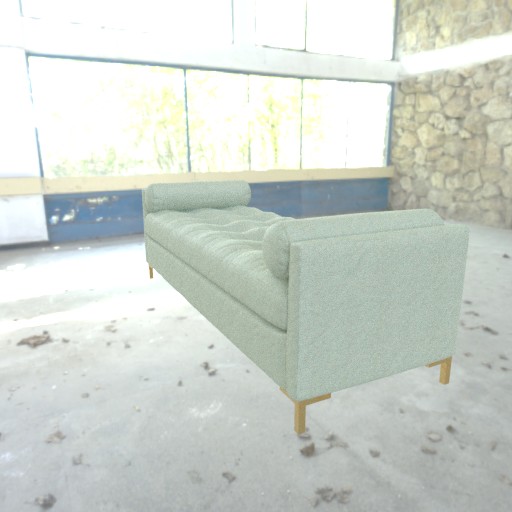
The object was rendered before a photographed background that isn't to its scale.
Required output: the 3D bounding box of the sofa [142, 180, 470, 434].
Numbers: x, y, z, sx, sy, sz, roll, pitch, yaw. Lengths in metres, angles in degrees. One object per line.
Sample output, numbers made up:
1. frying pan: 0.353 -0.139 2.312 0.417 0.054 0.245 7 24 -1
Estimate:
1. sofa: 0.000 0.000 2.467 0.796 0.705 2.102 -7 16 -26
